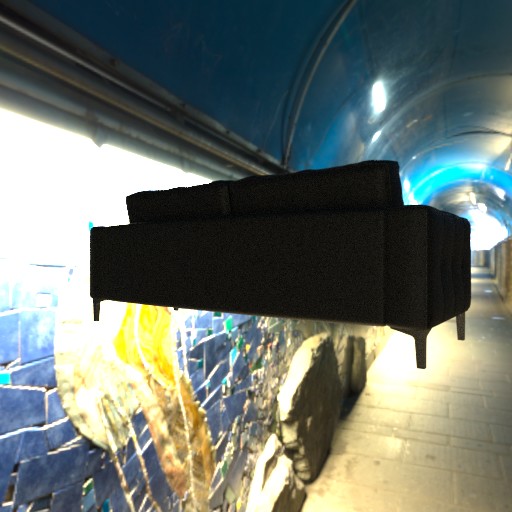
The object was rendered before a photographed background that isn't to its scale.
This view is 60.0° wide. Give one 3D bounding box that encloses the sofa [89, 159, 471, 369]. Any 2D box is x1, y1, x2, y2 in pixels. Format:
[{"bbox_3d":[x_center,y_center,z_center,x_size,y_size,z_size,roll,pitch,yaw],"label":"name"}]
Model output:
[{"bbox_3d":[0.000,0.000,2.695,2.275,0.893,0.833,0,0,36],"label":"sofa"}]
